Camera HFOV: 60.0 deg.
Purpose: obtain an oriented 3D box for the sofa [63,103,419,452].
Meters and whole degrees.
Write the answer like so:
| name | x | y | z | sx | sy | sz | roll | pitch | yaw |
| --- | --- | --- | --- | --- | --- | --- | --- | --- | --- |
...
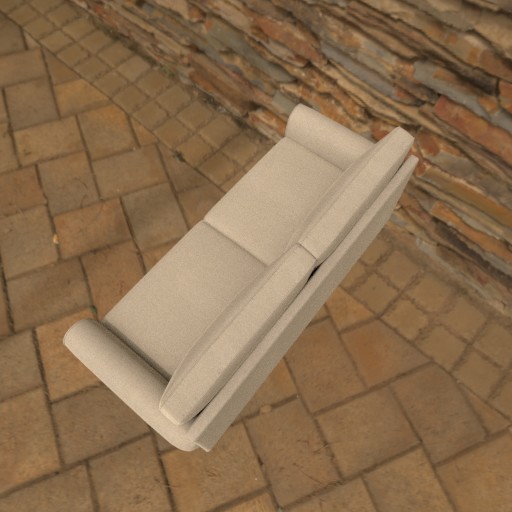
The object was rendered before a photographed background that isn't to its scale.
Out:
| name | x | y | z | sx | sy | sz | roll | pitch | yaw |
| --- | --- | --- | --- | --- | --- | --- | --- | --- | --- |
| sofa | 0.000 | 0.000 | 2.655 | 0.901 | 0.962 | 2.146 | 35 | 69 | 16 |
